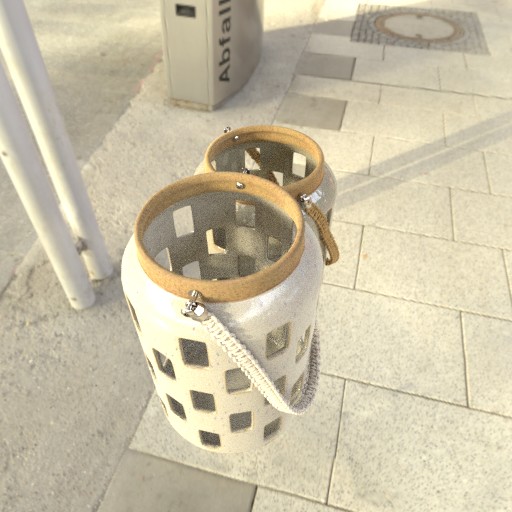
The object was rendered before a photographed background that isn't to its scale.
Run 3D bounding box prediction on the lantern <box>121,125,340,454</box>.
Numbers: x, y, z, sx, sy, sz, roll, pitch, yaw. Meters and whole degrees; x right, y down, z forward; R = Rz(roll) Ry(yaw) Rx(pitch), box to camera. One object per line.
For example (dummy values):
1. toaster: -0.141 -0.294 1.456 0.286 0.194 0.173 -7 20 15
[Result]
1. lantern: 0.000 0.000 0.486 0.184 0.255 0.347 9 46 9
